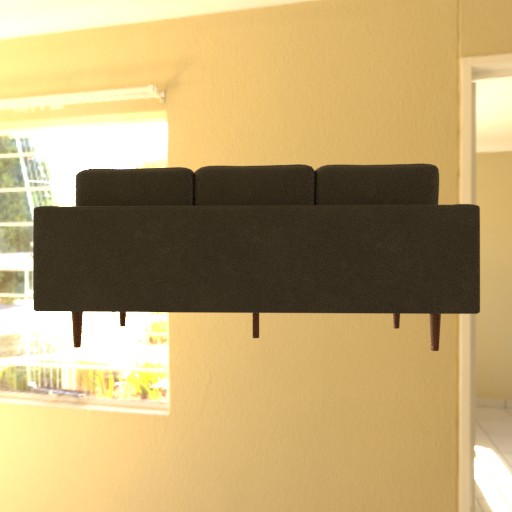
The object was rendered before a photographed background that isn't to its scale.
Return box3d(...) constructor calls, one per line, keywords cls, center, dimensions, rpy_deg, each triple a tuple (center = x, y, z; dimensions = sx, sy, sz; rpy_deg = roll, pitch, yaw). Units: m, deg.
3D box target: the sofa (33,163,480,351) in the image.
box3d(cls="sofa", center=(0.000, 0.000, 2.444), dimensions=(2.029, 0.899, 0.879), rpy_deg=(0, 0, 2))
